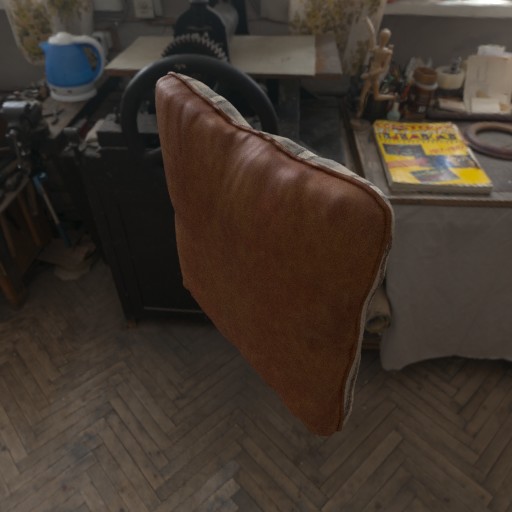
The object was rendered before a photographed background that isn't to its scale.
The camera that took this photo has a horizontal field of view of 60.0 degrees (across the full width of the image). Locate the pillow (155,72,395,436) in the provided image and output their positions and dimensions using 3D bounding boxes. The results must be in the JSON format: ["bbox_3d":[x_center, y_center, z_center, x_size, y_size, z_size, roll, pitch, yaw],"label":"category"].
[{"bbox_3d":[0.000,0.000,0.741,0.130,0.490,0.489,-26,48,-27],"label":"pillow"}]
